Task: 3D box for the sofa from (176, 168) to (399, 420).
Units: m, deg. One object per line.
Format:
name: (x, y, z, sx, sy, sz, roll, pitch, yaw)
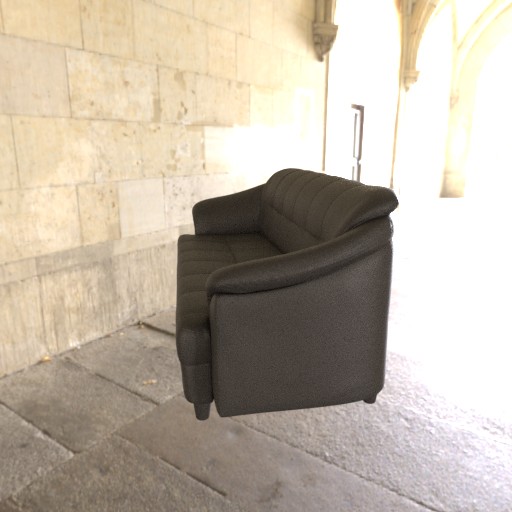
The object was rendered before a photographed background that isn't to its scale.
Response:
sofa: (0.000, 0.000, 2.250, 0.800, 0.811, 1.829, -2, 14, -9)
